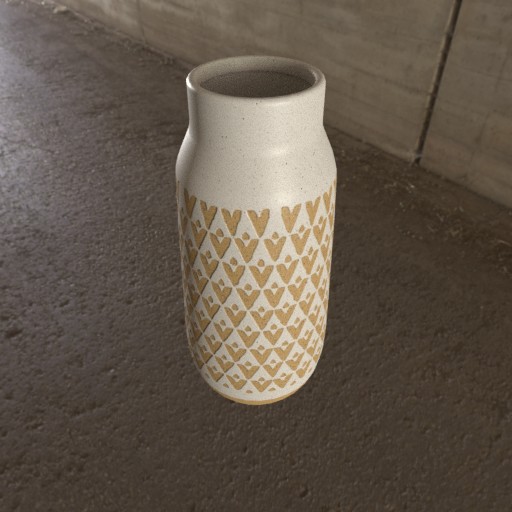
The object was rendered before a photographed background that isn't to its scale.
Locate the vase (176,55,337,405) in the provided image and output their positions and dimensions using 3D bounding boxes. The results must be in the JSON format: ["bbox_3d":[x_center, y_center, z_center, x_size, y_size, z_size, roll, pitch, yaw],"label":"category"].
[{"bbox_3d":[0.000,0.000,0.386,0.137,0.307,0.137,0,40,0],"label":"vase"}]
